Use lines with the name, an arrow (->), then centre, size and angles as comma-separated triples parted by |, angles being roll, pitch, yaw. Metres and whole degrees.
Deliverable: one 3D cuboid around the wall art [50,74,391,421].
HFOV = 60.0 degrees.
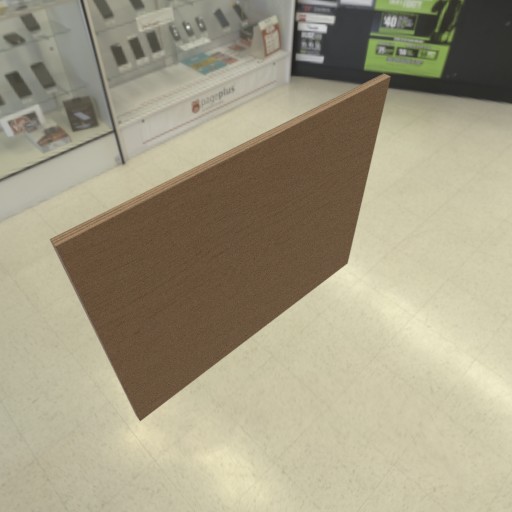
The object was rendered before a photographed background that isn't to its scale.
wall art -> 0.000, 0.000, 0.677 | 0.508, 0.406, 0.013 | -33, 56, -27
